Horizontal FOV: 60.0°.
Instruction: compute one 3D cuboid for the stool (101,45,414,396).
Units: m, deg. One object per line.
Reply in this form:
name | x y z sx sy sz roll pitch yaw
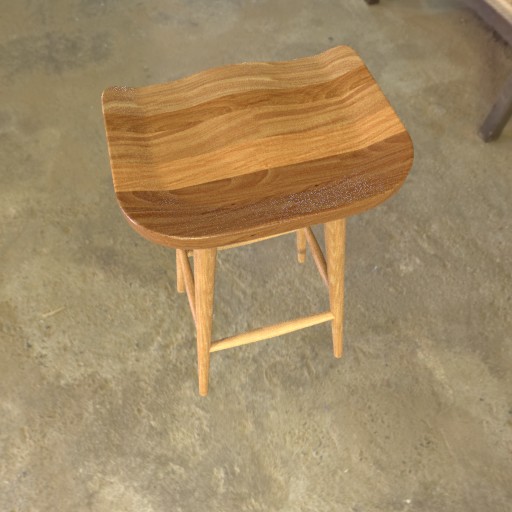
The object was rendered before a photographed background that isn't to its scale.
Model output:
stool | 0.000 0.000 0.921 0.407 0.698 0.322 -14 60 -8
